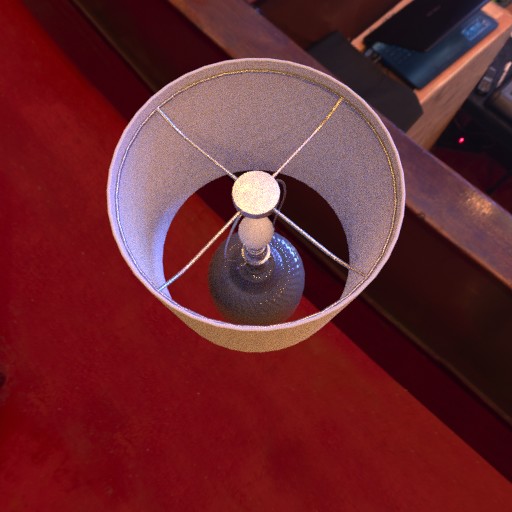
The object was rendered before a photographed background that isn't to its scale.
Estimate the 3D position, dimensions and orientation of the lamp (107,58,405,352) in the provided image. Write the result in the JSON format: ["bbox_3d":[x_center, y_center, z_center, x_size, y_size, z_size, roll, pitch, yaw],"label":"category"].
[{"bbox_3d":[0.000,0.000,0.483,0.207,0.366,0.207,40,78,11],"label":"lamp"}]
